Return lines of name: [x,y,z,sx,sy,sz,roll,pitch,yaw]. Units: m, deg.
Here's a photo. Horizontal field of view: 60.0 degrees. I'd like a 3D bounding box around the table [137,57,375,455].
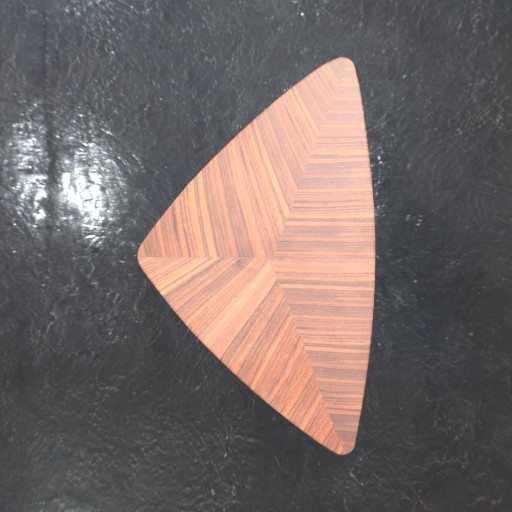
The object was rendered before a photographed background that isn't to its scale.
table: [0.000,0.000,1.302,0.601,0.365,1.008,0,90,0]
